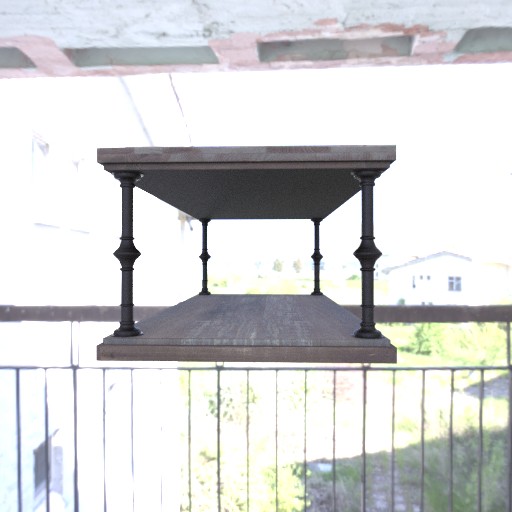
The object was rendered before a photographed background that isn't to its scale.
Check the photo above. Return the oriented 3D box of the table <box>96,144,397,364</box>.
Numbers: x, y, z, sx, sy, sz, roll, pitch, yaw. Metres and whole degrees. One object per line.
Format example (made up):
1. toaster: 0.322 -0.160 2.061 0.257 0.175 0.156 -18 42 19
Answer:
1. table: 0.000 0.000 1.359 0.554 0.399 1.088 0 0 2
